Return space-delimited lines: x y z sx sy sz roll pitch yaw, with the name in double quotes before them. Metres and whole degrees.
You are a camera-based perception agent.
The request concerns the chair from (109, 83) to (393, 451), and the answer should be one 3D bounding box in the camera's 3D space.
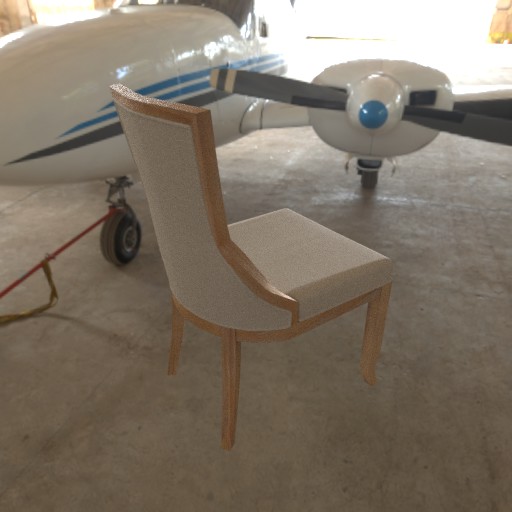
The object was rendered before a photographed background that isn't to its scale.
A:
"chair" 0.000 0.000 1.306 0.641 0.947 0.524 -18 33 -30
